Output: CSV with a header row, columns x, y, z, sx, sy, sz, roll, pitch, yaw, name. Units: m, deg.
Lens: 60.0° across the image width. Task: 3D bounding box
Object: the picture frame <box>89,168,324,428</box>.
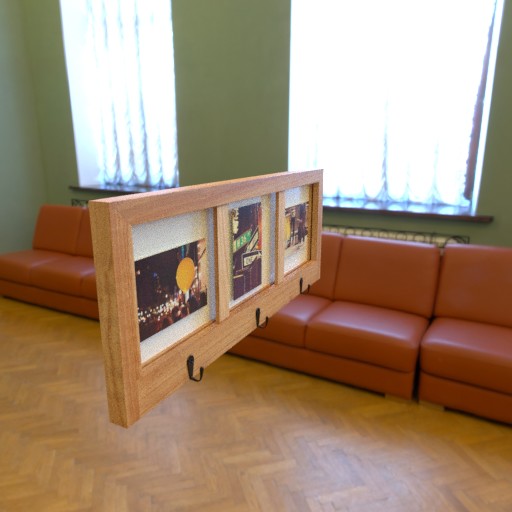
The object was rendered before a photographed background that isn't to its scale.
x,y,z,sx,sy,sz,roll,pitch,yaw,name
0.000,0.000,0.678,0.045,0.234,0.582,8,16,27,picture frame
